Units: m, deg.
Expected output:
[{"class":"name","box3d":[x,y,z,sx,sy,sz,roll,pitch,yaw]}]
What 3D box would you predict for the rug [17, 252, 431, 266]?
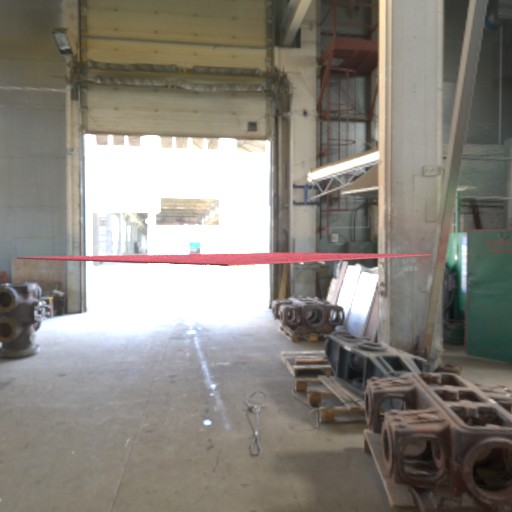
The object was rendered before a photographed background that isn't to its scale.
[{"class":"rug","box3d":[0.000,0.000,2.258,1.209,0.008,1.814,1,2,38]}]
